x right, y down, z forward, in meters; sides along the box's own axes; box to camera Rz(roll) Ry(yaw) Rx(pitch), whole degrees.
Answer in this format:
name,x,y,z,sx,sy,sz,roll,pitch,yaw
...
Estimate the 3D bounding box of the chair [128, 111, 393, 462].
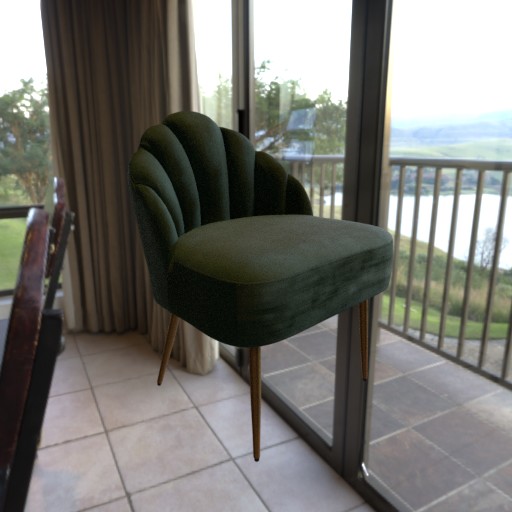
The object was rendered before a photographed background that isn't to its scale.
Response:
name,x,y,z,sx,sy,sz,roll,pitch,yaw
chair,0.000,0.000,1.274,0.599,0.819,0.657,13,19,42
